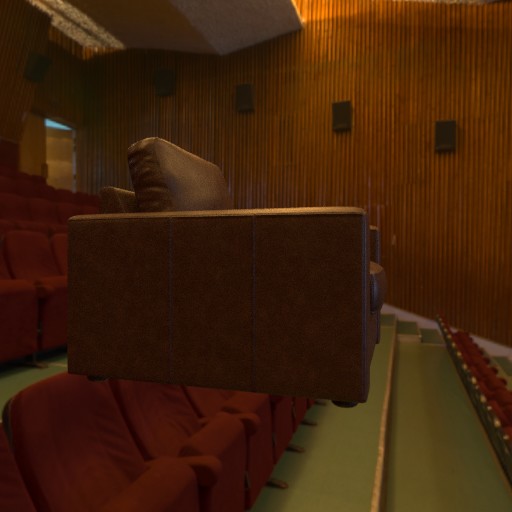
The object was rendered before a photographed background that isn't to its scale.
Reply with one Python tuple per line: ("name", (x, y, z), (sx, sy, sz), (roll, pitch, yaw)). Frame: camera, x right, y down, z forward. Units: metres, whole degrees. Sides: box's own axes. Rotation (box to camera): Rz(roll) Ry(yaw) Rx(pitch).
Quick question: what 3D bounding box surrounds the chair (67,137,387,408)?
("chair", (0.000, 0.000, 1.799), (1.016, 0.873, 1.005), (0, 0, 18))
